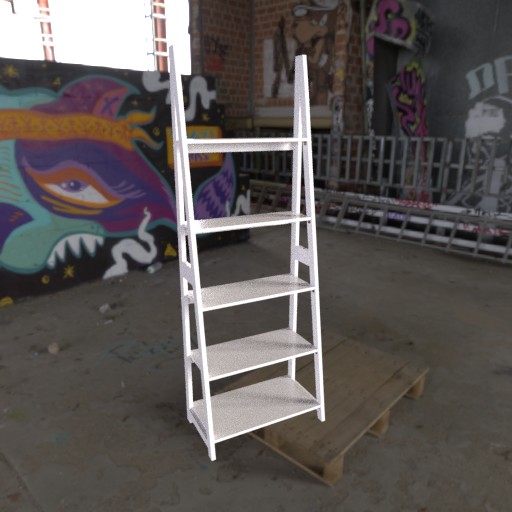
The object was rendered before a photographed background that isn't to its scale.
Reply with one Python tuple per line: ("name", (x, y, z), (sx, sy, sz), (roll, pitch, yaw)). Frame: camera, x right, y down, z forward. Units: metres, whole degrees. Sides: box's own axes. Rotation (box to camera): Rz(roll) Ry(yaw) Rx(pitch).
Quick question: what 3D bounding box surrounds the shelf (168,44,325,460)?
("shelf", (0.000, 0.000, 2.056), (0.636, 1.779, 0.341), (-8, 19, -26))
